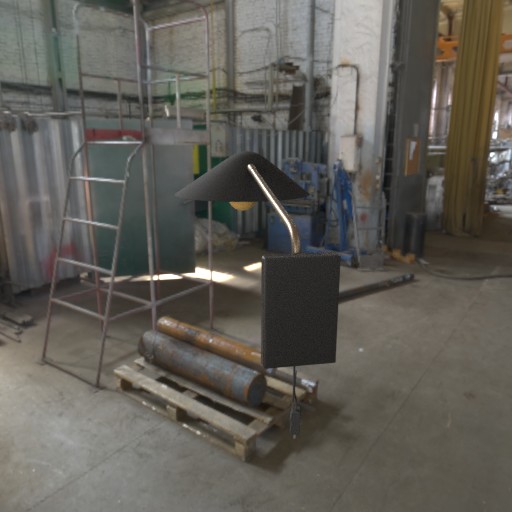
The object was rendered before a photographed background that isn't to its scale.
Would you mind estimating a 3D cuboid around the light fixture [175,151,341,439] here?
[{"bbox_3d":[0.000,0.000,0.683,0.240,0.312,0.516,-2,14,-10],"label":"light fixture"}]
